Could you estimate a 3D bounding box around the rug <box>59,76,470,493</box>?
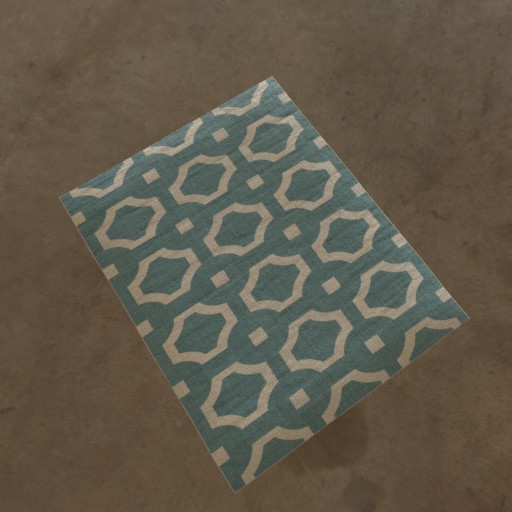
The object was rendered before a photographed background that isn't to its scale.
[{"bbox_3d":[0.000,0.000,4.042,2.466,0.021,3.049,-33,76,-9],"label":"rug"}]
